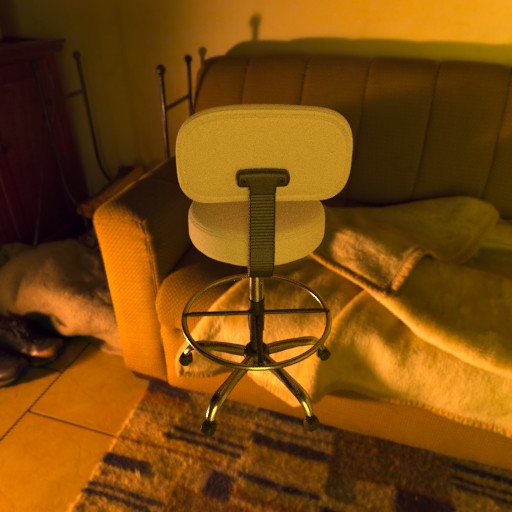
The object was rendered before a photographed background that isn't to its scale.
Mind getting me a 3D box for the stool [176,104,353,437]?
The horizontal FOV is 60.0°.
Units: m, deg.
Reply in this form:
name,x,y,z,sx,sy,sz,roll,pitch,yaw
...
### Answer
name,x,y,z,sx,sy,sz,roll,pitch,yaw
stool,0.000,0.000,1.444,0.609,1.080,0.616,-1,31,-2
